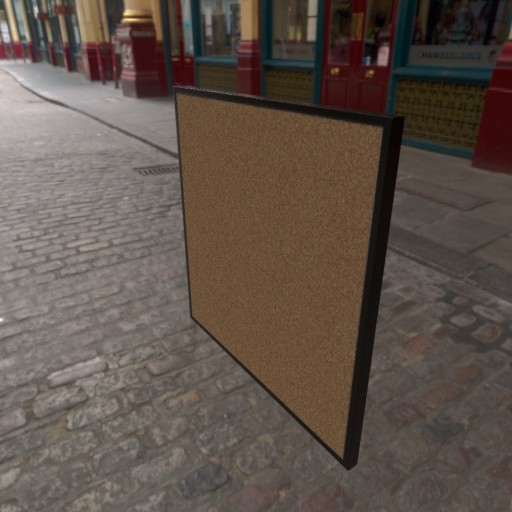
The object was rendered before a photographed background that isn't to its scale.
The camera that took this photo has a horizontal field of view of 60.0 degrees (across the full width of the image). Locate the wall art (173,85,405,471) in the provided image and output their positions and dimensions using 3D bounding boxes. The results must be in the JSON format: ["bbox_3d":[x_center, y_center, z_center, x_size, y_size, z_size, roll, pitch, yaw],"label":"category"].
[{"bbox_3d":[0.000,0.000,0.514,0.014,0.349,0.349,-16,30,-31],"label":"wall art"}]
